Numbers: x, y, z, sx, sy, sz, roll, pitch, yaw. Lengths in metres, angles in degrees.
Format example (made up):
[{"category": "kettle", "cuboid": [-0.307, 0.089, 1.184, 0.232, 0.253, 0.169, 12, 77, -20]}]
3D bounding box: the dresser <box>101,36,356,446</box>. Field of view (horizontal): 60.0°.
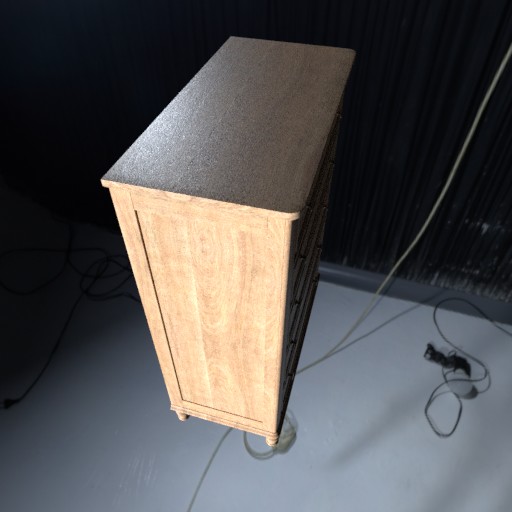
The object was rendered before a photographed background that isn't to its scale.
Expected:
[{"category": "dresser", "cuboid": [0.000, 0.000, 1.793, 0.484, 1.318, 0.973, 12, 46, 11]}]
